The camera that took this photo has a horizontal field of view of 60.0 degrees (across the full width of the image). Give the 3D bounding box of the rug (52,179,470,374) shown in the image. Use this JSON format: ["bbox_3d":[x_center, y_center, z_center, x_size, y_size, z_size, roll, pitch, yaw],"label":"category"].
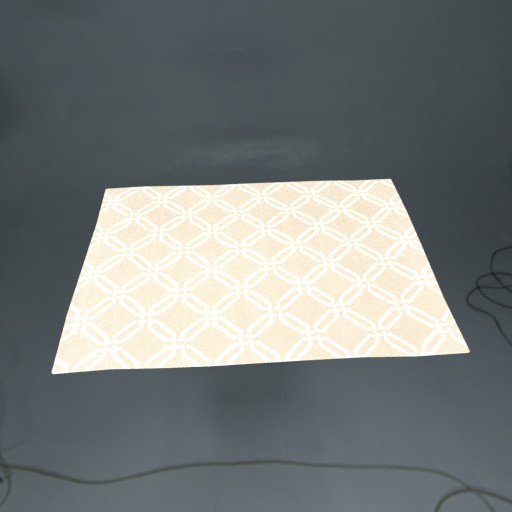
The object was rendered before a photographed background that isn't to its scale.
[{"bbox_3d":[0.000,0.000,2.764,2.135,0.013,1.524,-2,46,-2],"label":"rug"}]
